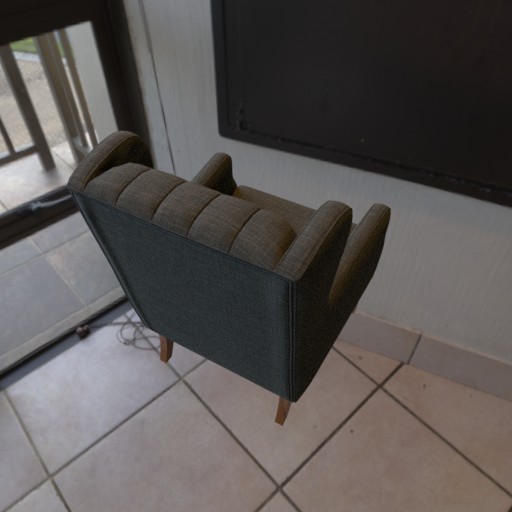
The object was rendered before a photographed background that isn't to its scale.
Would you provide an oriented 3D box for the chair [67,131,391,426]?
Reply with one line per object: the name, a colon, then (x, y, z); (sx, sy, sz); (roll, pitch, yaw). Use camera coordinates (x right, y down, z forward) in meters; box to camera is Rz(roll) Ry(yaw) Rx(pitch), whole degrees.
chair: (0.000, 0.000, 1.497); (0.711, 0.953, 0.775); (22, 50, 20)
